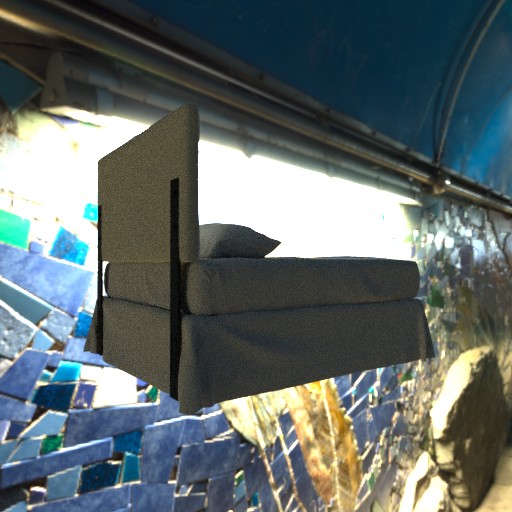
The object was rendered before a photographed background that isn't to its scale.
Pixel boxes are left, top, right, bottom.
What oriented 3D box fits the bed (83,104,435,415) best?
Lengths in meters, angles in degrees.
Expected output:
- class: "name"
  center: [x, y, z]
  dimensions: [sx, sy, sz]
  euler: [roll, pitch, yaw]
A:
- class: "bed"
  center: [0.000, 0.000, 3.550]
  dimensions: [2.222, 1.577, 1.936]
  euler: [0, -1, -35]
